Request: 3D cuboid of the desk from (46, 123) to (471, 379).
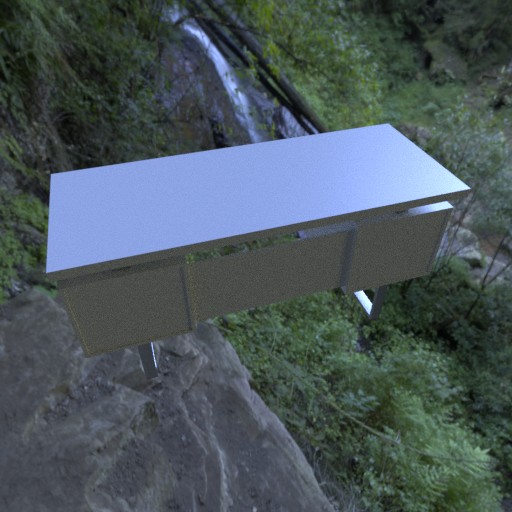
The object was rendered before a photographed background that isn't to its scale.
[{"bbox_3d":[0.000,0.000,1.982,1.530,0.773,0.603,-12,43,-13],"label":"desk"}]
